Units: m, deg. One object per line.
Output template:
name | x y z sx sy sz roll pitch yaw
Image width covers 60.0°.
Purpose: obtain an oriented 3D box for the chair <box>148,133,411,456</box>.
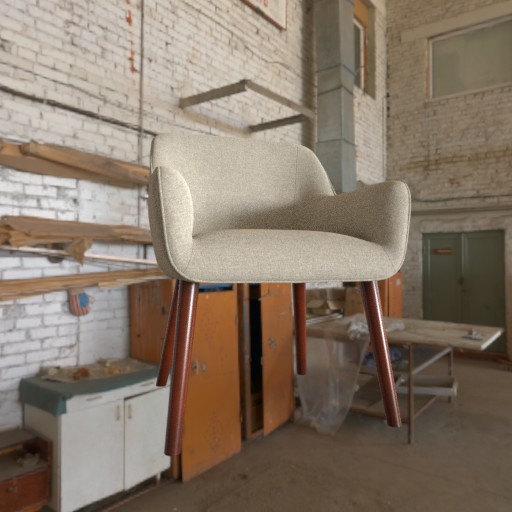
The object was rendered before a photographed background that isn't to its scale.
chair | 0.000 0.000 1.248 0.610 0.813 0.610 0 -1 -17
